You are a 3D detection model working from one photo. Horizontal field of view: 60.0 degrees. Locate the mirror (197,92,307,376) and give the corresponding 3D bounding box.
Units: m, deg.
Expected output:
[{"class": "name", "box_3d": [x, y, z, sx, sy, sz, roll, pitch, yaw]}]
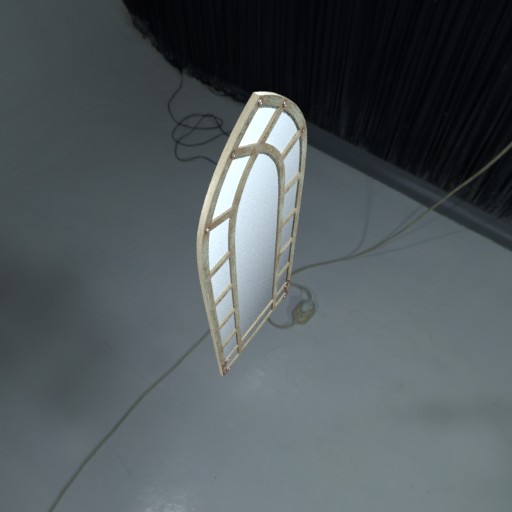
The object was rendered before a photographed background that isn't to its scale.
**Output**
[{"class": "mirror", "box_3d": [0.000, 0.000, 1.347, 0.025, 1.175, 0.464, 31, 63, 18]}]
